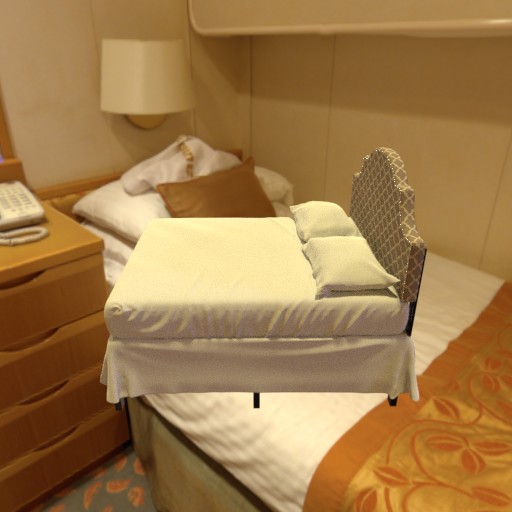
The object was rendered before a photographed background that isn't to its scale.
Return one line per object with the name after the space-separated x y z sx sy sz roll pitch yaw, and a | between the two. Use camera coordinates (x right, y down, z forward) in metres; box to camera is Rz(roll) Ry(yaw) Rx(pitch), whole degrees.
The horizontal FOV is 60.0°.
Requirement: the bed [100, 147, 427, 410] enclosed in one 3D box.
0.000 0.000 3.459 2.222 1.633 1.780 -1 26 -1 | bed
